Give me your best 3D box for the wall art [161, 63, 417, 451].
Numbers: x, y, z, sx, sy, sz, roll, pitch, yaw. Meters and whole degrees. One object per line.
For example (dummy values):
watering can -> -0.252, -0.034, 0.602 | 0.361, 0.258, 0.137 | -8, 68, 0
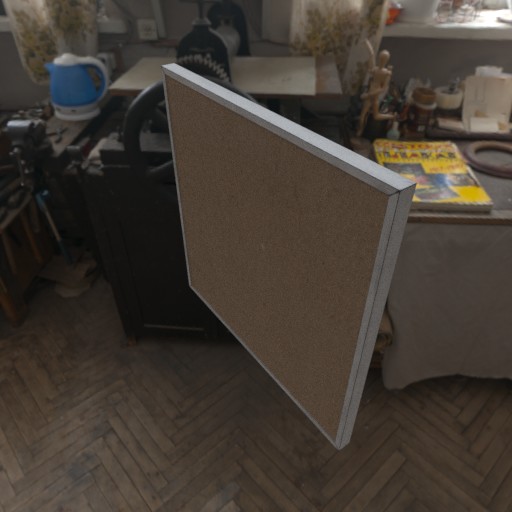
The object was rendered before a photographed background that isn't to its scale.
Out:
wall art -> 0.000, 0.000, 1.134 | 0.038, 0.762, 0.762 | -25, 45, -27
